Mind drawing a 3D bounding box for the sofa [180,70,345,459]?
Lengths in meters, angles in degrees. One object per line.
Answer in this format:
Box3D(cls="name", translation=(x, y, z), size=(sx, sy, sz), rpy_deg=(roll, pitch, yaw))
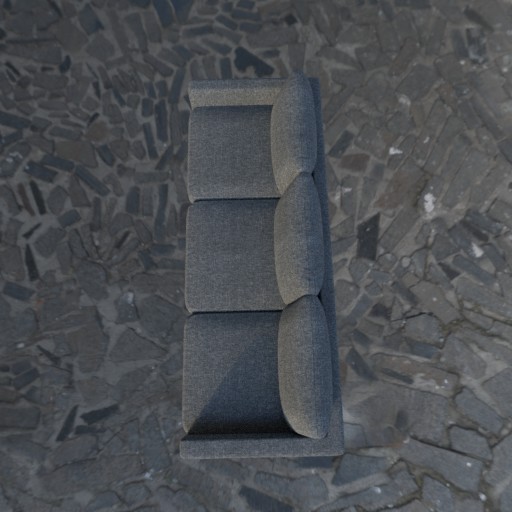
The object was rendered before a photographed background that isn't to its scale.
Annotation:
Box3D(cls="sofa", translation=(0.000, 0.000, 2.720), size=(0.859, 0.874, 2.218), rpy_deg=(-1, 75, 0))
